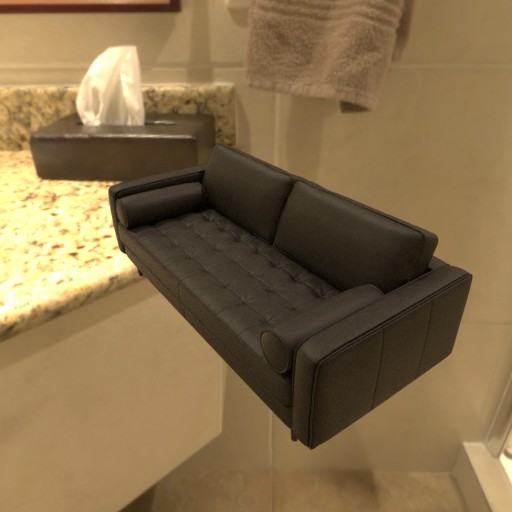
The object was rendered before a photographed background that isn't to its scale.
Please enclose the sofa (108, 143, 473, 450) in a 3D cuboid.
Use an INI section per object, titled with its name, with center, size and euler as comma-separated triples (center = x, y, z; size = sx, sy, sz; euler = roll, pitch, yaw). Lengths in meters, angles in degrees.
[sofa]
center = 0.000, 0.000, 2.338
size = 0.921, 0.770, 1.879
euler = -20, 36, -31
